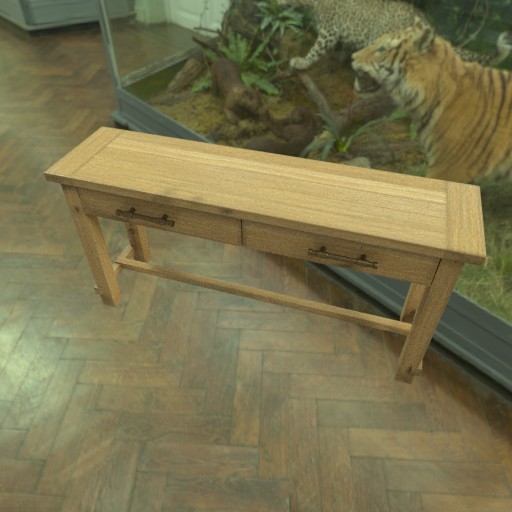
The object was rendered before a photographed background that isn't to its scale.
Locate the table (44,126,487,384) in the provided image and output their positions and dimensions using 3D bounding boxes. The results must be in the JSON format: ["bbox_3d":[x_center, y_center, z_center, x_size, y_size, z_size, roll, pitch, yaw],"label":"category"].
[{"bbox_3d":[0.000,0.000,1.919,1.599,0.762,0.442,12,44,13],"label":"table"}]
